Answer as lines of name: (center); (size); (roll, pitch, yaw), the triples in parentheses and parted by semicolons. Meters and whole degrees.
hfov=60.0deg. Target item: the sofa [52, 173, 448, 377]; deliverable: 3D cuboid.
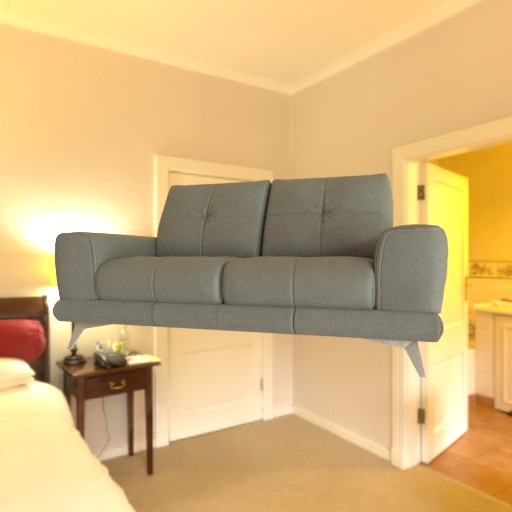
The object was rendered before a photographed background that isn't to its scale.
sofa: (0.000, 0.000, 2.341); (1.806, 0.907, 1.018); (0, 0, 18)
